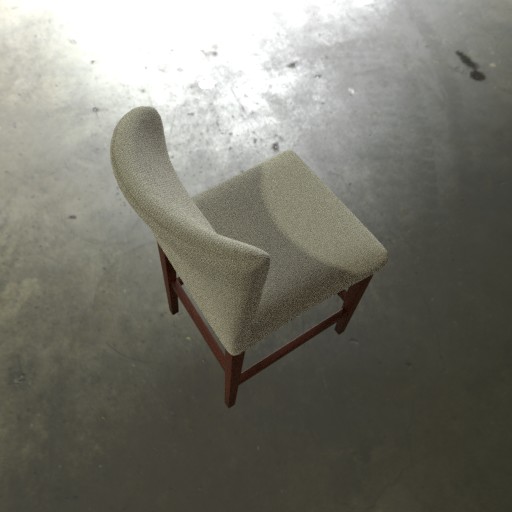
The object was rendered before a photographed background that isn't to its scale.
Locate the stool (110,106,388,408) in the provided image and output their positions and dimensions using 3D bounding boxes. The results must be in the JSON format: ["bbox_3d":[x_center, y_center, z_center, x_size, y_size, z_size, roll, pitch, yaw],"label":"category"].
[{"bbox_3d":[0.000,0.000,1.281,0.568,0.969,0.481,-29,63,-16],"label":"stool"}]
